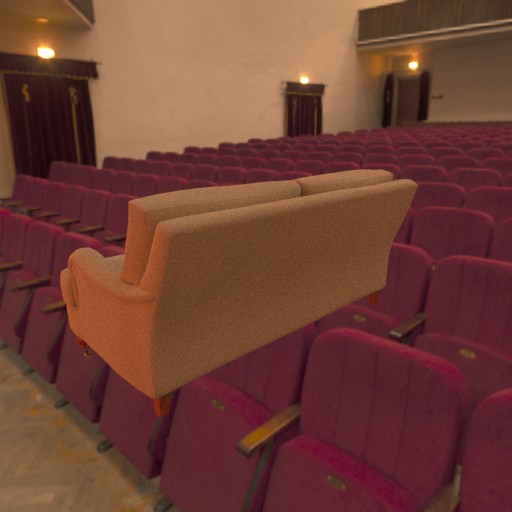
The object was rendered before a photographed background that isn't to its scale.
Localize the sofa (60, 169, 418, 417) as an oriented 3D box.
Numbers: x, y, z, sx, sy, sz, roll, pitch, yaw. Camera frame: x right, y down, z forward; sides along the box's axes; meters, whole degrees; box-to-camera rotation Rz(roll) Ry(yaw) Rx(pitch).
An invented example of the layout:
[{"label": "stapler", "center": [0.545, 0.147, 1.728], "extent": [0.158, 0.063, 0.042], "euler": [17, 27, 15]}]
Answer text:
[{"label": "sofa", "center": [0.000, 0.000, 2.743], "extent": [1.091, 0.997, 2.070], "euler": [15, 22, 42]}]
